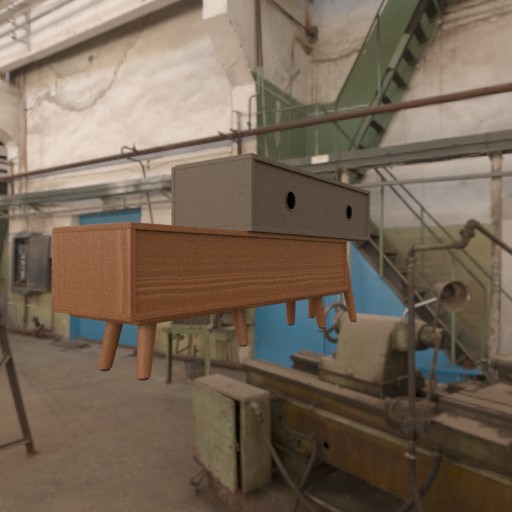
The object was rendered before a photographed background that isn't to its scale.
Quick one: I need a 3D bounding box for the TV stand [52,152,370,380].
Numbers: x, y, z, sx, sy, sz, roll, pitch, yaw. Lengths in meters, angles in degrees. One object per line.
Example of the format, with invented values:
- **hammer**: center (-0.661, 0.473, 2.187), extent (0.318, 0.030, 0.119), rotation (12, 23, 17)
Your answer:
- **TV stand**: center (0.000, 0.000, 1.568), extent (0.329, 0.591, 1.336), rotation (0, 0, 35)
